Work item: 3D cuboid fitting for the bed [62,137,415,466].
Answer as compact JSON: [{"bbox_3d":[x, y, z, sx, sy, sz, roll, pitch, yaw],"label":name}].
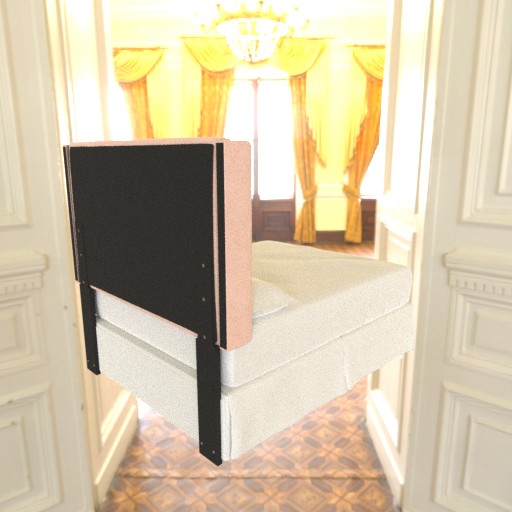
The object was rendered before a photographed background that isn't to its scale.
[{"bbox_3d":[0.000,0.000,3.346,2.066,1.665,1.719,-13,18,-44],"label":"bed"}]
